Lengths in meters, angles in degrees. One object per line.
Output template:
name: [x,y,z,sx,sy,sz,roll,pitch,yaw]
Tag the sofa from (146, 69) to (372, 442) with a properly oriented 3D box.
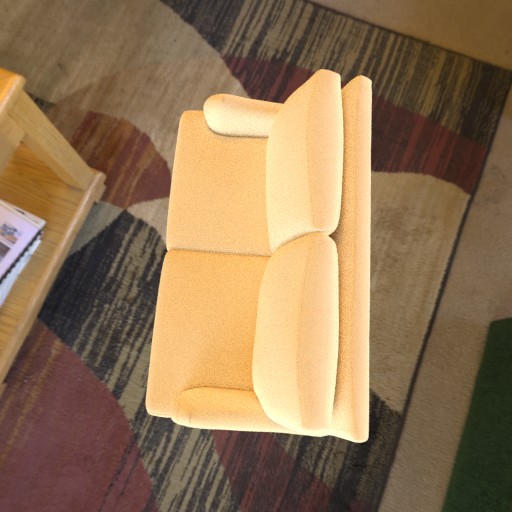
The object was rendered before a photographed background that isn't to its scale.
sofa: [0.000,0.000,2.529,1.084,1.101,1.853,4,76,1]
